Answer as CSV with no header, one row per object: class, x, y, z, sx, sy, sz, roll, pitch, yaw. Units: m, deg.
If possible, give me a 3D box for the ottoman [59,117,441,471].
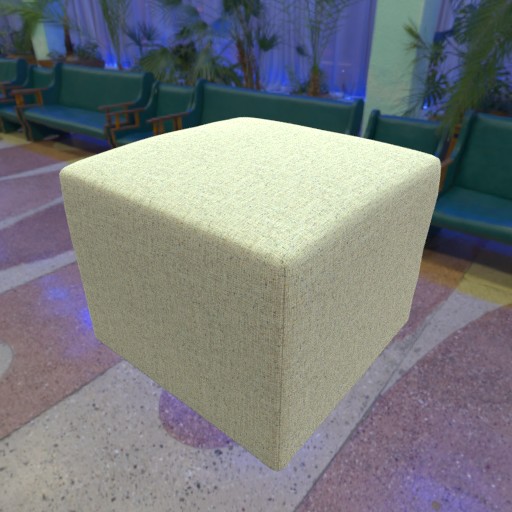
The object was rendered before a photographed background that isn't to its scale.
ottoman,0.000,0.000,0.904,0.521,0.453,0.512,23,38,33
